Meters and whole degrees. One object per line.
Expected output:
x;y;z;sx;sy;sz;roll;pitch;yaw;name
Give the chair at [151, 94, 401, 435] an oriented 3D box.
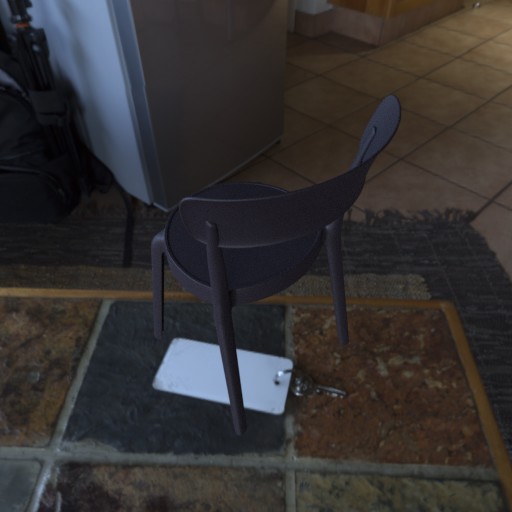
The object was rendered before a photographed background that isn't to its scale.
0.000;0.000;1.111;0.506;0.790;0.491;-32;54;-27;chair
